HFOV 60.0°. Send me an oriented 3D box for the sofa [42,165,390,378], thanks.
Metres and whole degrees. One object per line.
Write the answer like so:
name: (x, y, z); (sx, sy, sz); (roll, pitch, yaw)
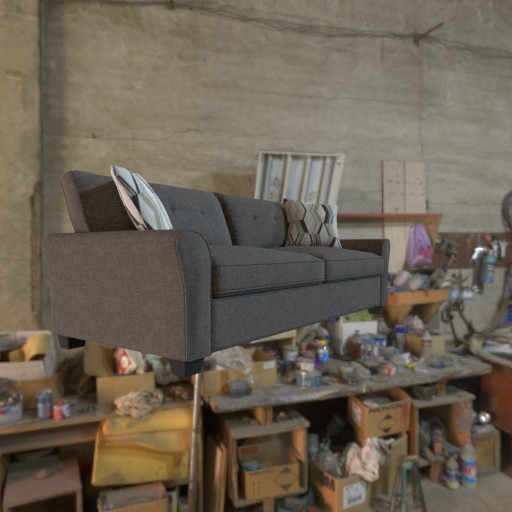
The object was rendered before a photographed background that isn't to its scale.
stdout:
sofa: (0.000, 0.000, 2.528); (0.889, 0.813, 2.032); (1, 1, 36)
